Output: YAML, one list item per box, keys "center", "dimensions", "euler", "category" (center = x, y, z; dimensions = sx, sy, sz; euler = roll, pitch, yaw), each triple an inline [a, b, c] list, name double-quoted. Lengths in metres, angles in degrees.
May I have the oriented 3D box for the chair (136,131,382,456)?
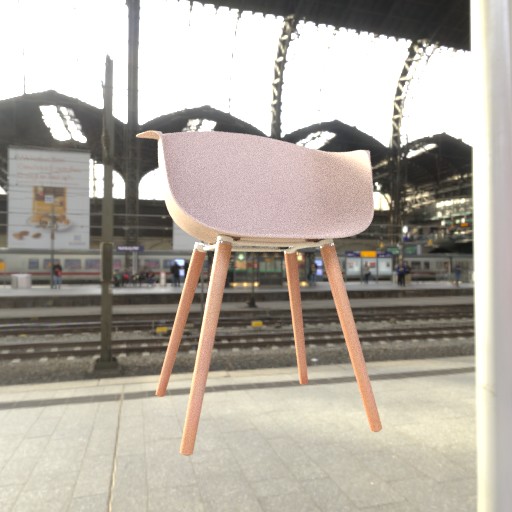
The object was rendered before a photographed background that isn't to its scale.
- center: [0.000, 0.000, 1.130]
  dimensions: [0.593, 0.781, 0.504]
  euler: [1, -2, -17]
  category: "chair"
